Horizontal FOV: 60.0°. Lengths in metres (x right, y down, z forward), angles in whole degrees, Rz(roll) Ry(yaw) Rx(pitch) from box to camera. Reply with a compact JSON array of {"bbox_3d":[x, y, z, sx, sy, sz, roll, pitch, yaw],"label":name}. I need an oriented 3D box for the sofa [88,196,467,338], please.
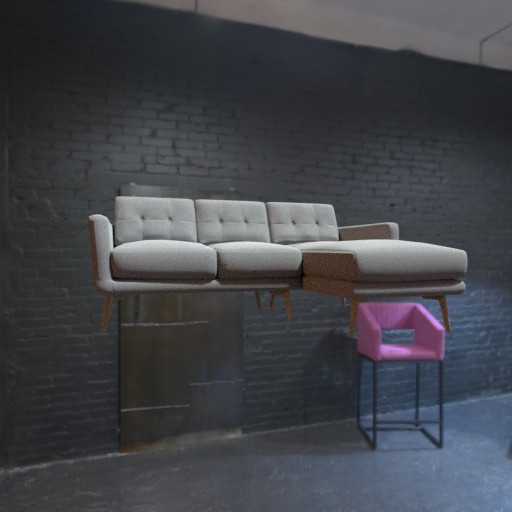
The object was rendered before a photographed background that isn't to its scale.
[{"bbox_3d":[0.000,0.000,2.883,2.040,0.860,1.530,0,0,-18],"label":"sofa"}]
